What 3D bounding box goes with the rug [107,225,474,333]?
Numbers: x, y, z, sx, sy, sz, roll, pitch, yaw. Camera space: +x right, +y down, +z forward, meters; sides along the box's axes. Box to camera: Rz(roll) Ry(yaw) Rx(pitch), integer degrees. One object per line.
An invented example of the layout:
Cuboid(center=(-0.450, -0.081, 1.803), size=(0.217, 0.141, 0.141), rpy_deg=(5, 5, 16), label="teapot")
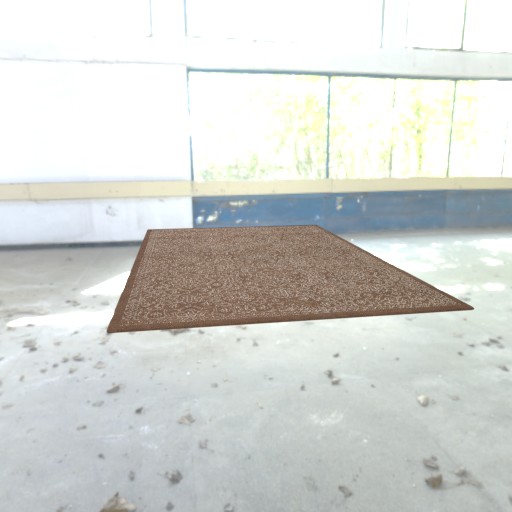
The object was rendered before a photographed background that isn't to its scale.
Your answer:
Cuboid(center=(0.000, 0.000, 2.299), size=(1.219, 0.010, 1.829), rpy_deg=(-2, 13, -9), label="rug")
